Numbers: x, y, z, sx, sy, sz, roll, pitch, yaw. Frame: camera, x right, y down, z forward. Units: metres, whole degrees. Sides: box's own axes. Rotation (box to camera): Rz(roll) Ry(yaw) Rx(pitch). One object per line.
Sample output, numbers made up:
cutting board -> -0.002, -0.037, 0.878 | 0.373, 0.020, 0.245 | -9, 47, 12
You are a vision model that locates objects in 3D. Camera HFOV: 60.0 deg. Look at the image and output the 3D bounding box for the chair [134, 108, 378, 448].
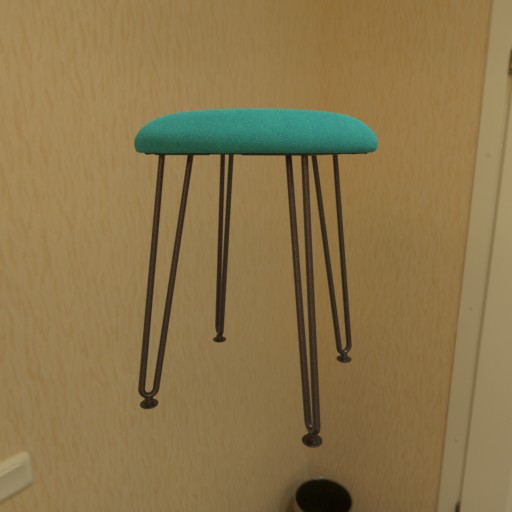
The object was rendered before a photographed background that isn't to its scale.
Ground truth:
chair -> 0.000, 0.000, 0.699 | 0.350, 0.430, 0.350 | 2, 13, 8
